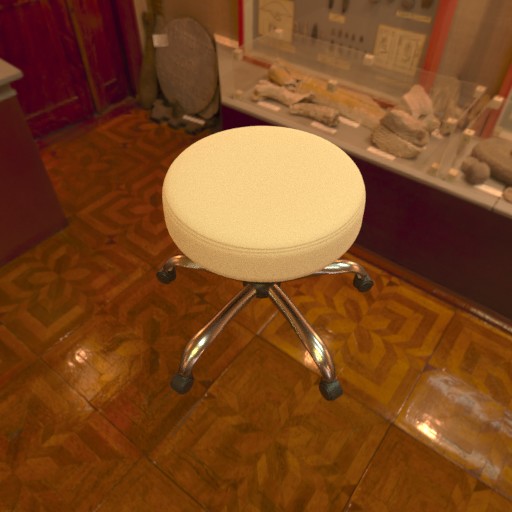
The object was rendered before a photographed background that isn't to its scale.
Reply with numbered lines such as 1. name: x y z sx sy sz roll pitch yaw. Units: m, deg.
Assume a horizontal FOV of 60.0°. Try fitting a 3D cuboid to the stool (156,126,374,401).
1. stool: 0.000 0.000 1.070 0.634 0.482 0.614 31 54 26
